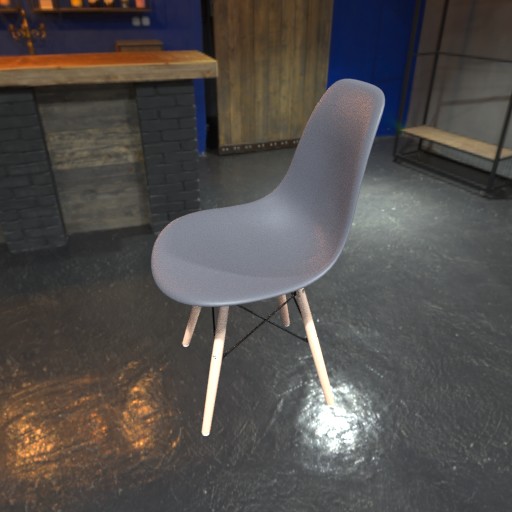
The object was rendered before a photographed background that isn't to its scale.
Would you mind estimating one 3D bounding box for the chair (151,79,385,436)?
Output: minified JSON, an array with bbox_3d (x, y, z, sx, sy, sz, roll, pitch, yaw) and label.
[{"bbox_3d":[0.000,0.000,1.154,0.533,0.826,0.470,-8,32,-14],"label":"chair"}]
